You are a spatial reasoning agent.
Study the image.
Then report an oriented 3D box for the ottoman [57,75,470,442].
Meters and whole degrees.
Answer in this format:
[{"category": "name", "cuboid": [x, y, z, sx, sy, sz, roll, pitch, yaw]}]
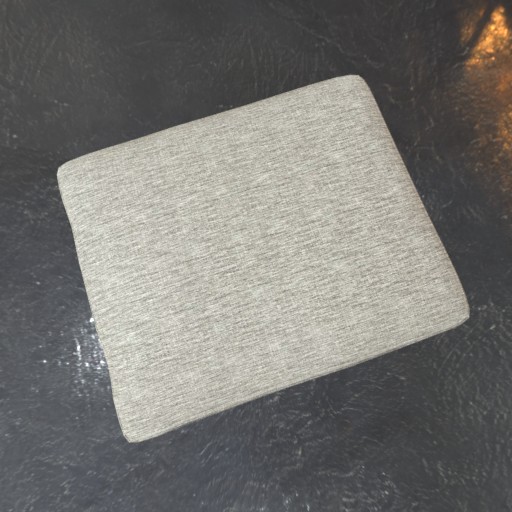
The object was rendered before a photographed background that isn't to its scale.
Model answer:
[{"category": "ottoman", "cuboid": [0.000, 0.000, 1.438, 0.994, 0.492, 0.839, -19, 77, -5]}]
